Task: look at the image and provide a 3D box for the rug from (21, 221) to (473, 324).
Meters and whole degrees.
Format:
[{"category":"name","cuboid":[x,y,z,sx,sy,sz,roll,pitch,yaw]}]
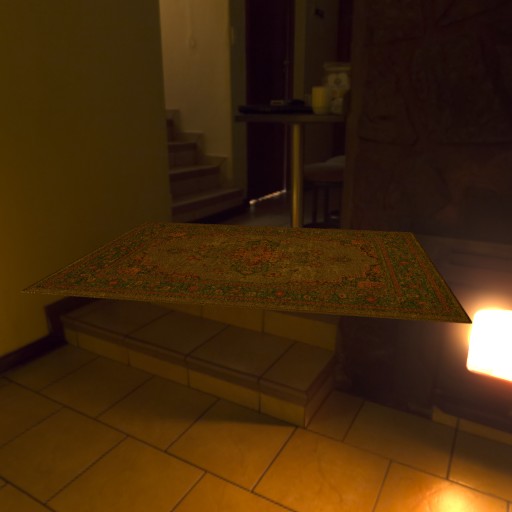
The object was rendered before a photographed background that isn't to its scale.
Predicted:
[{"category":"rug","cuboid":[0.000,0.000,2.882,2.214,0.013,1.609,3,18,9]}]
